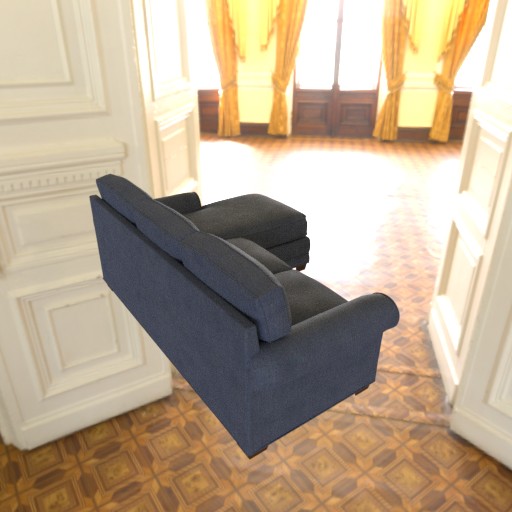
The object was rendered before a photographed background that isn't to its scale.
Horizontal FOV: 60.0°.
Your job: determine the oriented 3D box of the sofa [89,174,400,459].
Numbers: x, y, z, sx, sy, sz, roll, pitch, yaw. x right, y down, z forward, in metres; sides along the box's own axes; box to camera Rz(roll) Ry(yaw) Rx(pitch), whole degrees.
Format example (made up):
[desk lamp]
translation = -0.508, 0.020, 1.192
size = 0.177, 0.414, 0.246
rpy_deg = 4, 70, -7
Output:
[sofa]
translation = 0.000, 0.000, 3.470
size = 1.780, 1.063, 2.567
rpy_deg = -18, 31, -31
